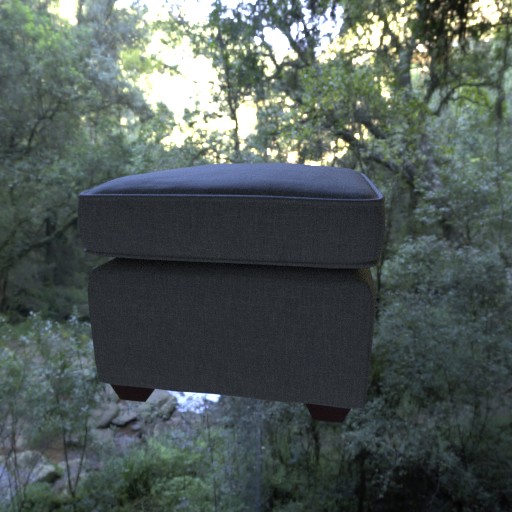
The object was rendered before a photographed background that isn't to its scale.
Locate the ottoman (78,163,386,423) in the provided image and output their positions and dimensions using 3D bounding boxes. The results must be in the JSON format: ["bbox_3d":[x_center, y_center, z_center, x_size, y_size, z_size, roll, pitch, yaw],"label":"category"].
[{"bbox_3d":[0.000,0.000,1.126,0.559,0.457,0.762,2,14,10],"label":"ottoman"}]
